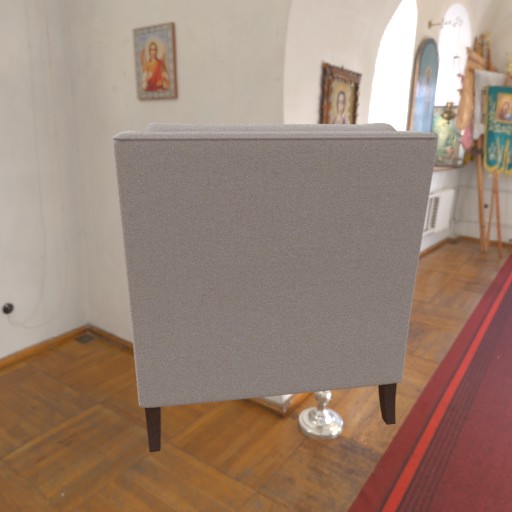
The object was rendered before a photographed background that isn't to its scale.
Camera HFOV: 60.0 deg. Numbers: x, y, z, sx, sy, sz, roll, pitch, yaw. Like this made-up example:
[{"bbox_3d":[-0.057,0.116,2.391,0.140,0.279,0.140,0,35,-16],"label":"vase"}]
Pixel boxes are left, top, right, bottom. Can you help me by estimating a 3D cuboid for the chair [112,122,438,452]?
[{"bbox_3d":[0.000,0.000,1.837,0.982,1.056,1.040,-3,16,-9],"label":"chair"}]
